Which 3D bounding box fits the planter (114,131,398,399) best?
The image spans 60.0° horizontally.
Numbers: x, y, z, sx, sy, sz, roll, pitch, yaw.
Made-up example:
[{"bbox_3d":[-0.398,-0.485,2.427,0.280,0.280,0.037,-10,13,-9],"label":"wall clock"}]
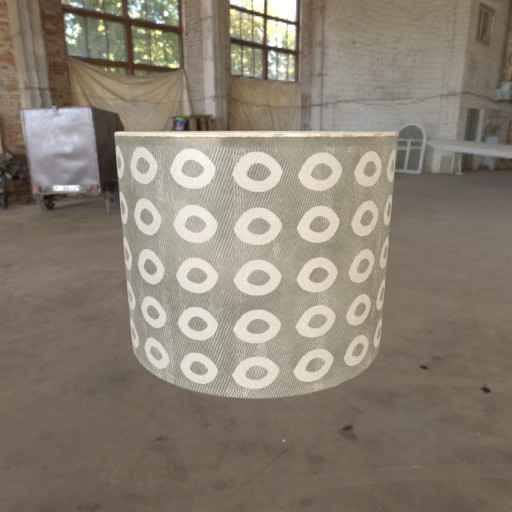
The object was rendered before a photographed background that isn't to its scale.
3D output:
[{"bbox_3d":[0.000,0.000,0.442,0.250,0.239,0.250,0,16,0],"label":"planter"}]
